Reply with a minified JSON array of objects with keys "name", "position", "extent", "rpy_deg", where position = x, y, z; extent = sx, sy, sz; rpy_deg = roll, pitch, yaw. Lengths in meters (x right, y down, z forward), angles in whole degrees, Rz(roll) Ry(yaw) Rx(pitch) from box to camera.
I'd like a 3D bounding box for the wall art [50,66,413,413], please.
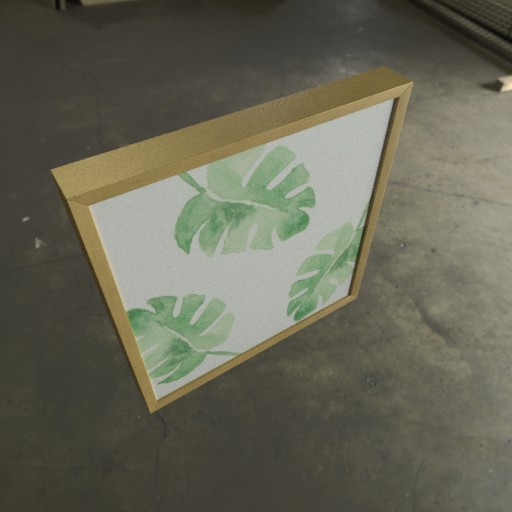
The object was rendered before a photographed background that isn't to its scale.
[{"name":"wall art","position":[0.000,0.000,0.453],"extent":[0.305,0.305,0.038],"rpy_deg":[-25,51,-22]}]
